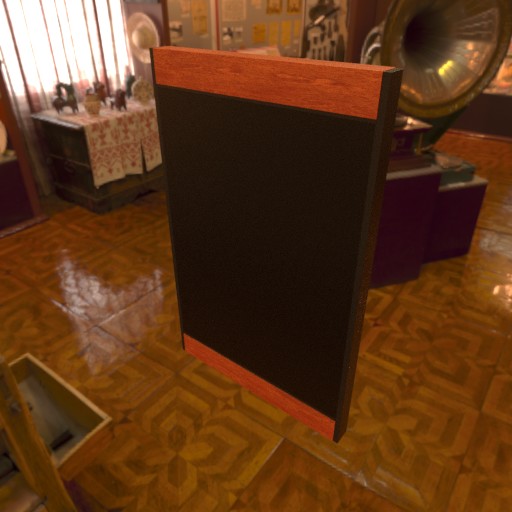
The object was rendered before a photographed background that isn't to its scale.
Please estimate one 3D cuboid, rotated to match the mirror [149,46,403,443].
[{"bbox_3d":[0.000,0.000,0.995,0.525,0.823,0.047,22,37,32],"label":"mirror"}]
